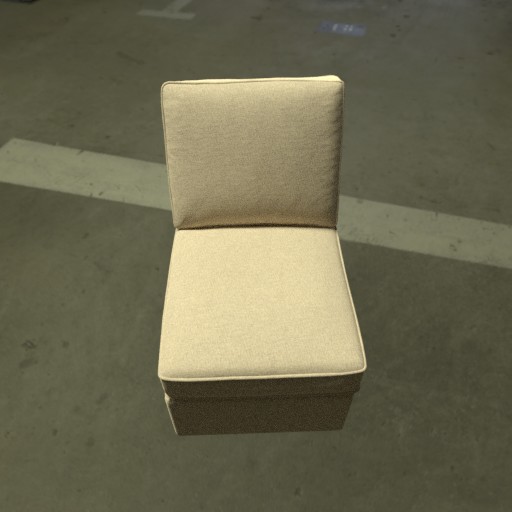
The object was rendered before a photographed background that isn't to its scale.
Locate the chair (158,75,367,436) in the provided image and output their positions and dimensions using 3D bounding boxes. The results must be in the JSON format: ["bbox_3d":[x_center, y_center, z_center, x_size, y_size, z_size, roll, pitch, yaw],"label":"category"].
[{"bbox_3d":[0.000,0.000,1.555,0.621,0.970,0.938,-1,46,-1],"label":"chair"}]
